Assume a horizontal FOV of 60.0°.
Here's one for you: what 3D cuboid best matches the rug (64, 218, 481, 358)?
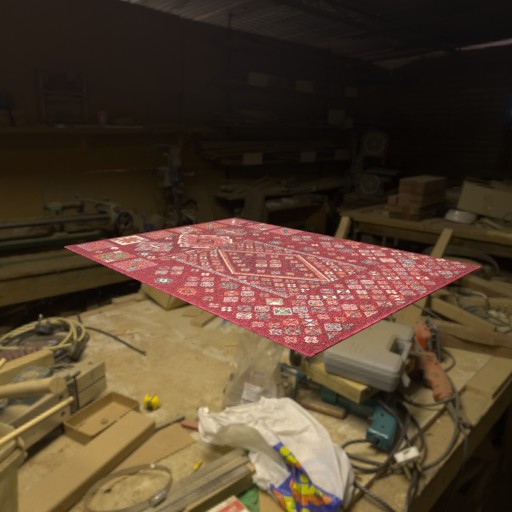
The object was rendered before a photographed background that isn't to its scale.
[{"bbox_3d":[0.000,0.000,2.834,1.579,0.007,2.184,-14,21,-42],"label":"rug"}]
